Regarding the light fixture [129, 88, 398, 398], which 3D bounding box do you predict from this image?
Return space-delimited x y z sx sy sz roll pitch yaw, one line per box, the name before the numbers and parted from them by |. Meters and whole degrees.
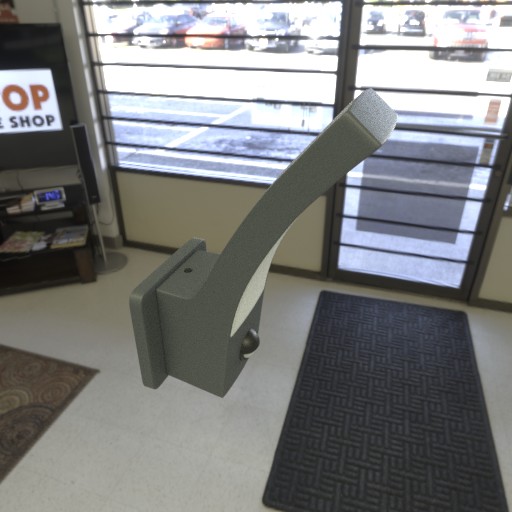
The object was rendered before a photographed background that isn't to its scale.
light fixture | 0.000 0.000 0.339 0.174 0.243 0.108 11 31 18
